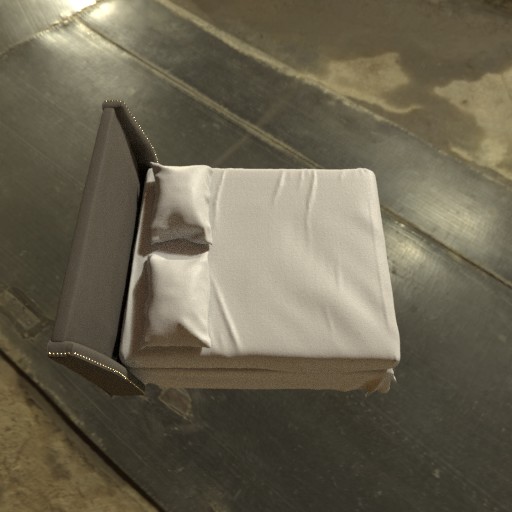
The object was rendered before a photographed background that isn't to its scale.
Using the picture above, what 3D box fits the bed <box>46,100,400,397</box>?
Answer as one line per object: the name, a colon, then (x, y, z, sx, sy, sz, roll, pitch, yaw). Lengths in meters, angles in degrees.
bed: (0.000, 0.000, 3.383, 2.276, 1.332, 1.925, 1, 63, 0)
